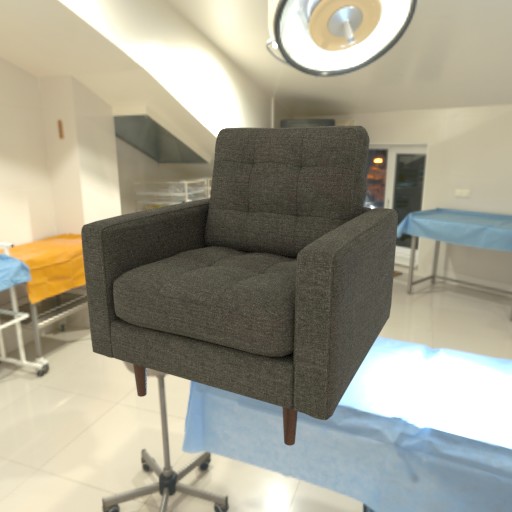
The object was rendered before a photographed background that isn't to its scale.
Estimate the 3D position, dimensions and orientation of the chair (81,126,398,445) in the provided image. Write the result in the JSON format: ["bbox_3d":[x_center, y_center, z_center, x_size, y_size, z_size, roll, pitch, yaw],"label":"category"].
[{"bbox_3d":[0.000,0.000,1.545,0.821,0.880,0.843,7,16,26],"label":"chair"}]
